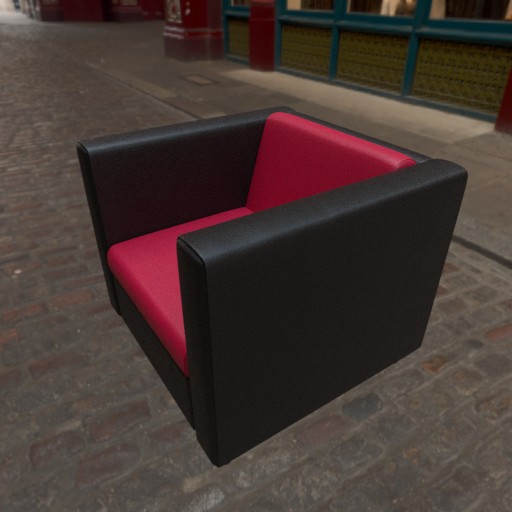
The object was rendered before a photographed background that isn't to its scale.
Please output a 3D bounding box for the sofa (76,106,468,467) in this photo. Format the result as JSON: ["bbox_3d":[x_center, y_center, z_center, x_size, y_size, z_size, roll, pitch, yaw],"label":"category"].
[{"bbox_3d":[0.000,0.000,1.441,0.809,0.724,0.839,-20,37,-28],"label":"sofa"}]
